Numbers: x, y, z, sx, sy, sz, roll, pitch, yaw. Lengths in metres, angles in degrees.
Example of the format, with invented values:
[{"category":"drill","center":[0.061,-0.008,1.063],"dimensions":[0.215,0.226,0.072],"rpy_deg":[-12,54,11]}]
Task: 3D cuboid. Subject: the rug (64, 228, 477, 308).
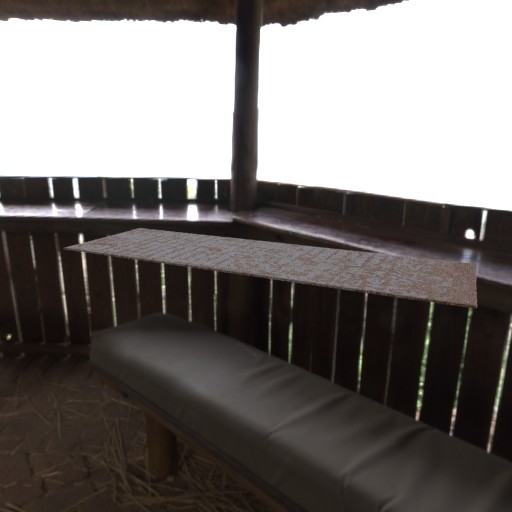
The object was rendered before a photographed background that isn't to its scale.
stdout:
[{"category":"rug","center":[0.000,0.000,2.711],"dimensions":[2.435,0.011,0.750],"rpy_deg":[7,16,25]}]
